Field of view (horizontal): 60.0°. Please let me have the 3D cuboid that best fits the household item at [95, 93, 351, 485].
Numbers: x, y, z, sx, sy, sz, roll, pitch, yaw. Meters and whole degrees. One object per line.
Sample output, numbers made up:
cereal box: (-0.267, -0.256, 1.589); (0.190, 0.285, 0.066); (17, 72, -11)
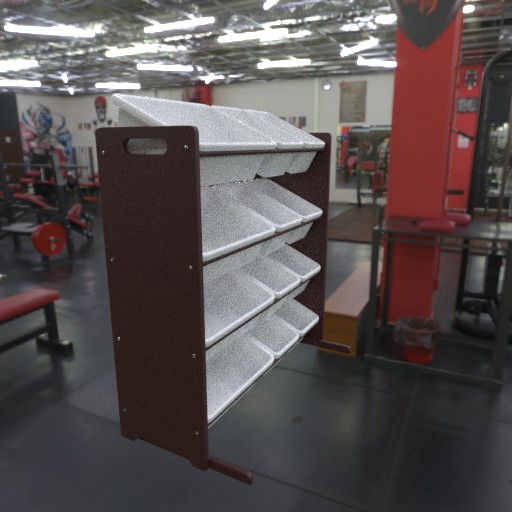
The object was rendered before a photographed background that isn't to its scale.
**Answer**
household item: (0.000, 0.000, 1.314); (0.389, 0.864, 0.787); (8, 16, 28)
